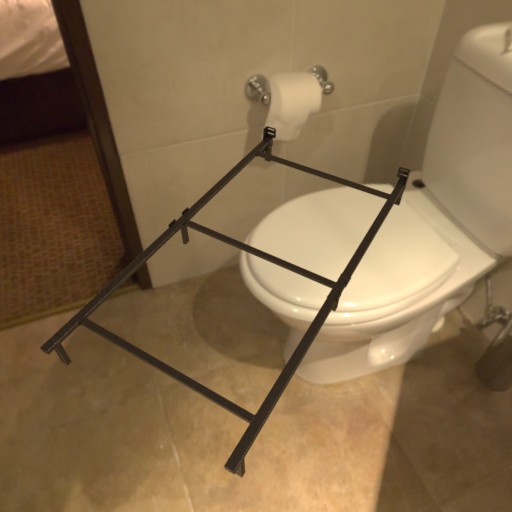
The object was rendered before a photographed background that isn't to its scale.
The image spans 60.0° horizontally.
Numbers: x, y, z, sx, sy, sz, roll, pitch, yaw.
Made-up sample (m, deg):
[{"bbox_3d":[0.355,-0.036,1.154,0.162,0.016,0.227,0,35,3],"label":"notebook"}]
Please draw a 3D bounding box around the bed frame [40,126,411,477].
[{"bbox_3d":[0.000,0.000,2.265,0.968,0.248,1.897,23,51,21],"label":"bed frame"}]
